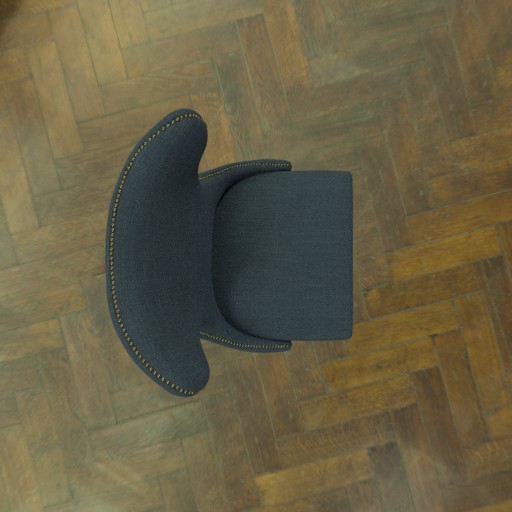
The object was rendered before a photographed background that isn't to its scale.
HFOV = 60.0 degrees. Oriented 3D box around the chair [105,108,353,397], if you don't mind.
[{"bbox_3d":[0.000,0.000,1.375,0.635,0.967,0.628,0,90,-1],"label":"chair"}]
